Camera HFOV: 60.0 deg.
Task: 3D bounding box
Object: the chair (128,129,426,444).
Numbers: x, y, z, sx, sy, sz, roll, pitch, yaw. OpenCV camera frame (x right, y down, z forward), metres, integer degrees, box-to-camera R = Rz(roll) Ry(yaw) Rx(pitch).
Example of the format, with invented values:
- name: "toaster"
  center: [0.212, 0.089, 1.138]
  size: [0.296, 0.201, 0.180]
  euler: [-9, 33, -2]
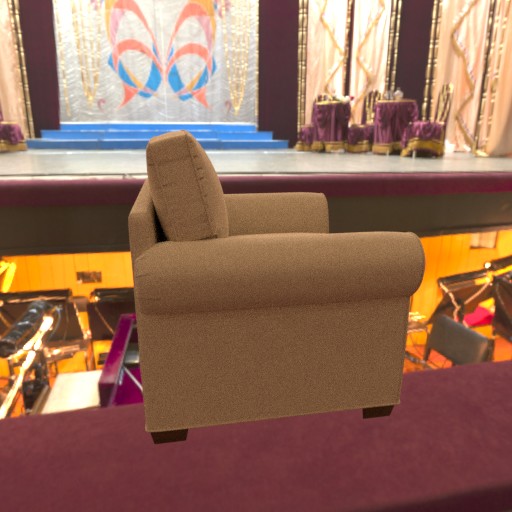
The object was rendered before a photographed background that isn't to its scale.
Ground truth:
- name: "chair"
  center: [0.000, 0.000, 1.740]
  size: [0.863, 0.955, 1.040]
  euler: [-3, 16, -10]
